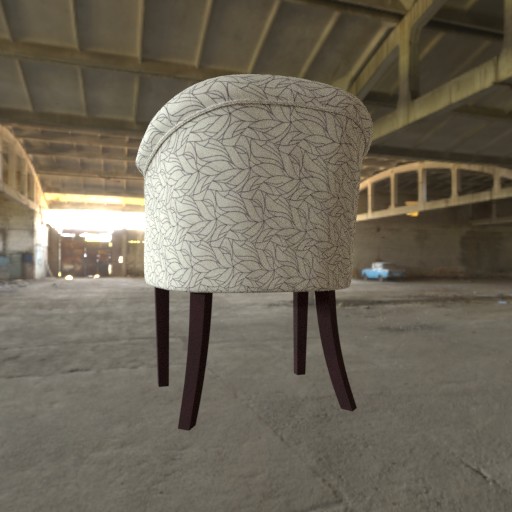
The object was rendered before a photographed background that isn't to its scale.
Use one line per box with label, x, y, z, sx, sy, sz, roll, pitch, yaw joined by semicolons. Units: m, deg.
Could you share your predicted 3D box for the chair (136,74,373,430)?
chair;0.000;0.000;1.317;0.686;0.858;0.613;0;0;-18
